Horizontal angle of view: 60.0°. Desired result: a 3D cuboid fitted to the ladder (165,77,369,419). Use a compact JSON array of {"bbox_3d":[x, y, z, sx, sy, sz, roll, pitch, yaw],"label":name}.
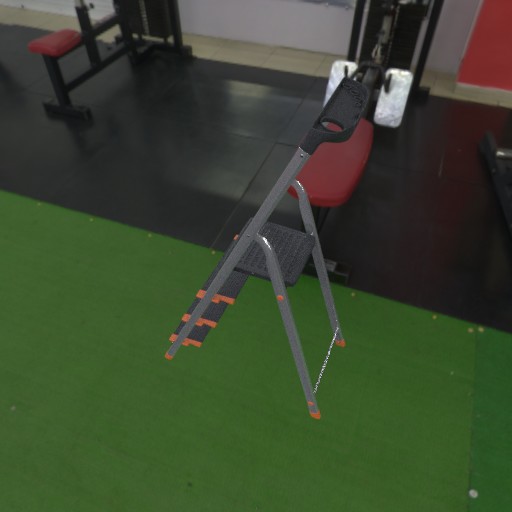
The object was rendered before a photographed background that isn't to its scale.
[{"bbox_3d":[0.000,0.000,1.794,0.834,1.429,0.452,17,49,16],"label":"ladder"}]
